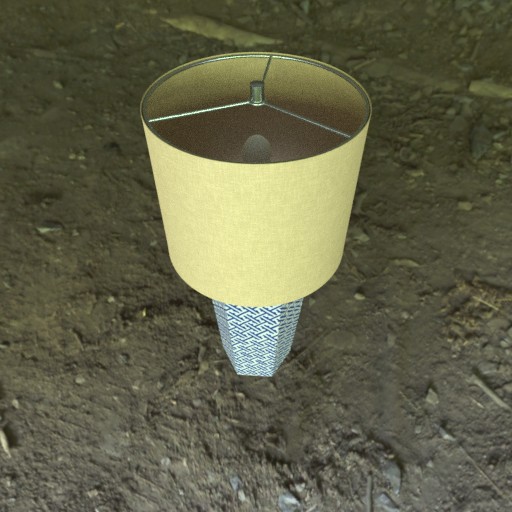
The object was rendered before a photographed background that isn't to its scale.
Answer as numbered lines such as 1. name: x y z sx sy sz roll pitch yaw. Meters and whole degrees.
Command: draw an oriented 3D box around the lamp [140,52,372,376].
1. lamp: 0.000 0.000 0.853 0.320 0.682 0.320 -16 48 -15
